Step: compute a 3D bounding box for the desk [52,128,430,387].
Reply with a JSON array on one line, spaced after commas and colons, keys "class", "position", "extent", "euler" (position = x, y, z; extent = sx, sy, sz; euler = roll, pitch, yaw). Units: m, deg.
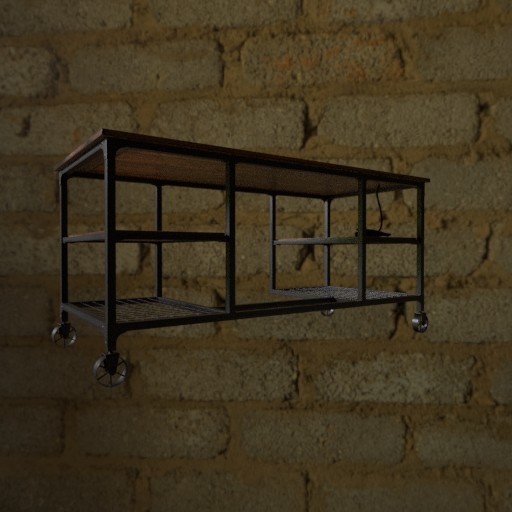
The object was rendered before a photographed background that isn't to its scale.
[{"class": "desk", "position": [0.000, 0.000, 2.001], "extent": [1.590, 0.751, 0.711], "euler": [0, 1, -35]}]
